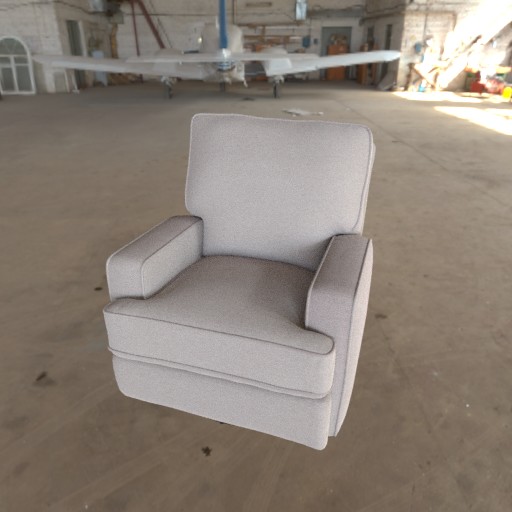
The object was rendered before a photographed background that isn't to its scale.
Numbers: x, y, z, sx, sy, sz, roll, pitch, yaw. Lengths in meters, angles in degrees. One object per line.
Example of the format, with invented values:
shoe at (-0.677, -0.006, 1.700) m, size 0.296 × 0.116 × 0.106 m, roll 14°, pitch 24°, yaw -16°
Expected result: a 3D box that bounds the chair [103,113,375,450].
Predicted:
chair at (0.000, 0.000, 1.705) m, size 0.861 × 0.964 × 0.969 m, roll 8°, pitch 27°, yaw 16°
